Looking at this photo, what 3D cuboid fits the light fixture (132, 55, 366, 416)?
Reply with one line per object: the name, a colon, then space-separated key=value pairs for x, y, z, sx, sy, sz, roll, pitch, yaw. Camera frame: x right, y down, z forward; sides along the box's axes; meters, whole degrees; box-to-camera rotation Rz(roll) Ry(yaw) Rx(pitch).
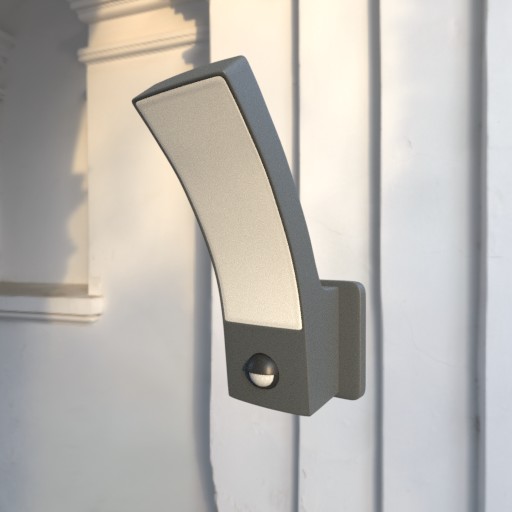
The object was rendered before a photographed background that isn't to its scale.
light fixture: x=0.000 y=0.000 z=0.339 sx=0.108 sy=0.243 sz=0.174 roll=0 pitch=1 yaw=37
